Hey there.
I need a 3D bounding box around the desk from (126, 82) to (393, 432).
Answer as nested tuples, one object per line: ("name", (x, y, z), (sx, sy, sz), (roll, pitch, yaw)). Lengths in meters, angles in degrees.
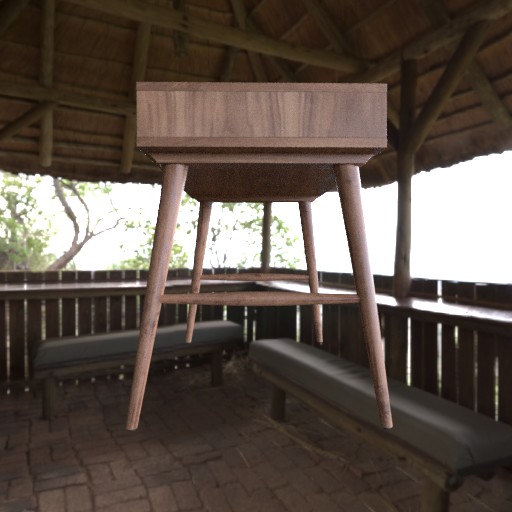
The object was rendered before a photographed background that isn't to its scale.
("desk", (0.000, 0.000, 1.435), (0.588, 0.758, 0.949), (0, 1, -1))
